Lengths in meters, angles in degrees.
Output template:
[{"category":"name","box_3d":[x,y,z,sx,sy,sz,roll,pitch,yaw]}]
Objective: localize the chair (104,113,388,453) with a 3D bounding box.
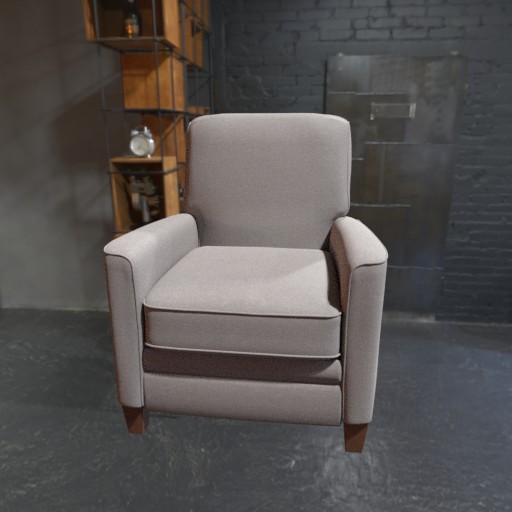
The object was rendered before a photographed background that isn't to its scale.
[{"category":"chair","box_3d":[0.000,0.000,1.630,0.845,1.023,0.859,2,16,7]}]
